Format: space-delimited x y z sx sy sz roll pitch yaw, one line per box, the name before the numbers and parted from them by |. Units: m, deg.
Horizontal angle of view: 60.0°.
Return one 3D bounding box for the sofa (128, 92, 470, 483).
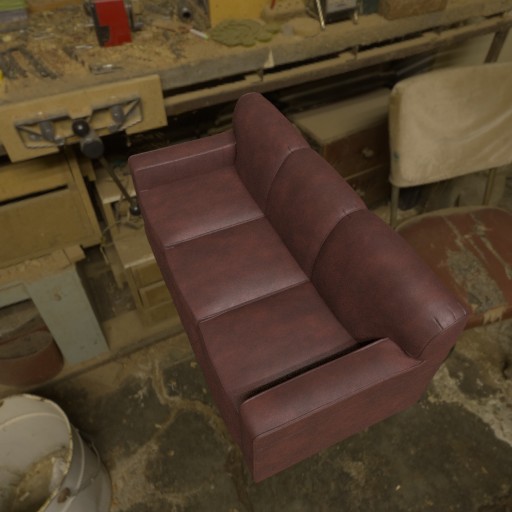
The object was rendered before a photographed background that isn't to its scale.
sofa | 0.000 0.000 2.533 1.008 0.953 2.039 -19 50 -16
